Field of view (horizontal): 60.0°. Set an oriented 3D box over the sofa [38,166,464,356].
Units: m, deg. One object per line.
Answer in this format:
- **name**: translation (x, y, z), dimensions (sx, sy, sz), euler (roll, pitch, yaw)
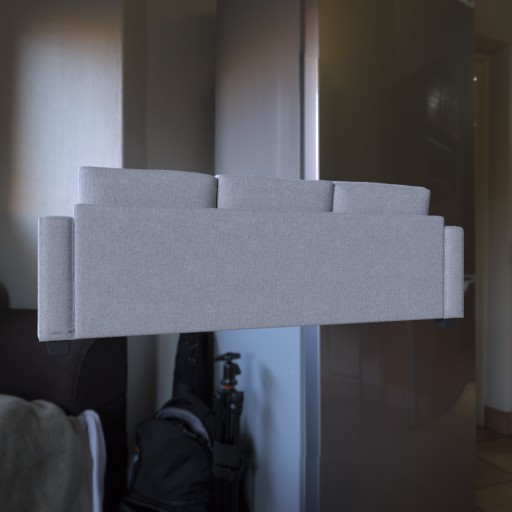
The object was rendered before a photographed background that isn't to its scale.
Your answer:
- **sofa**: translation (0.000, 0.000, 2.497), dimensions (2.120, 0.800, 0.900), euler (0, 0, -19)
